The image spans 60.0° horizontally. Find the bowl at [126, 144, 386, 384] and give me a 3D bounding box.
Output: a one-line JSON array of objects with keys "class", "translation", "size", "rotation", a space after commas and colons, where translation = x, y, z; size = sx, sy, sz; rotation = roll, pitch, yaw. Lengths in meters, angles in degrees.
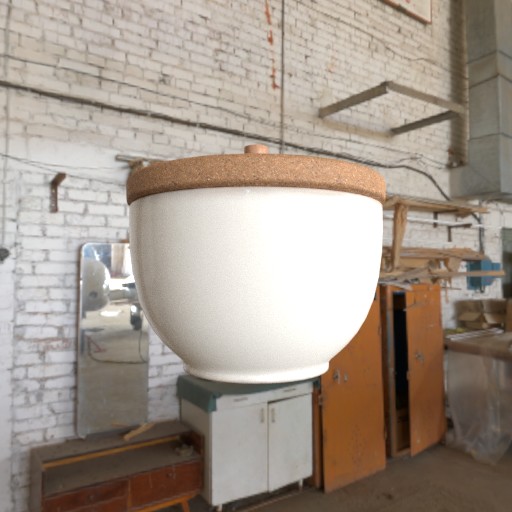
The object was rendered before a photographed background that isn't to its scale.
[{"class": "bowl", "translation": [0.000, 0.000, 0.224], "size": [0.126, 0.110, 0.126], "rotation": [0, -2, 0]}]
